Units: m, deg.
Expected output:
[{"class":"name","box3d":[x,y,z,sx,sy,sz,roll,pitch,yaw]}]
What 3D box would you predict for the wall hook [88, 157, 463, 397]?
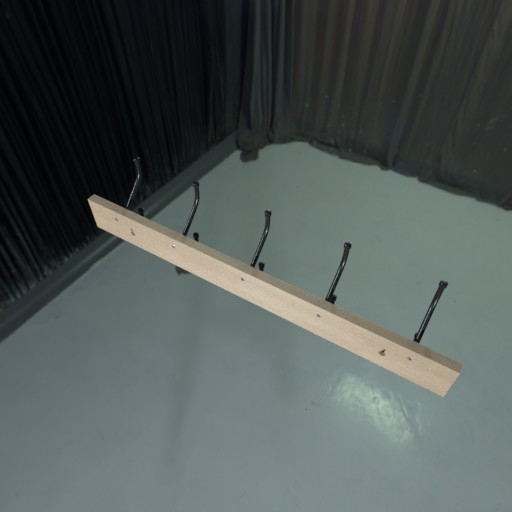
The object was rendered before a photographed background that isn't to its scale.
[{"class":"wall hook","box3d":[0.000,0.000,0.613,0.571,0.117,0.071,24,52,20]}]
